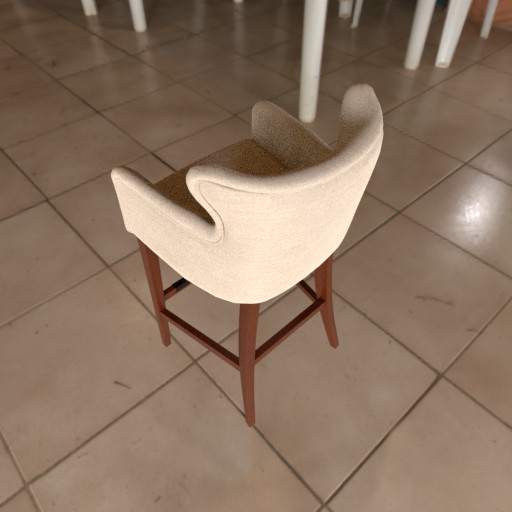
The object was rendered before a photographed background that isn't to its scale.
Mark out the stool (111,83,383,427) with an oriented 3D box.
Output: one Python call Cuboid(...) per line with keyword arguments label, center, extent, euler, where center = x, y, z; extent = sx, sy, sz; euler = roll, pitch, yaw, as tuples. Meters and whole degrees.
Cuboid(label="stool", center=(0.000, 0.000, 1.389), extent=(0.556, 1.034, 0.563), euler=(-34, 55, -28))
